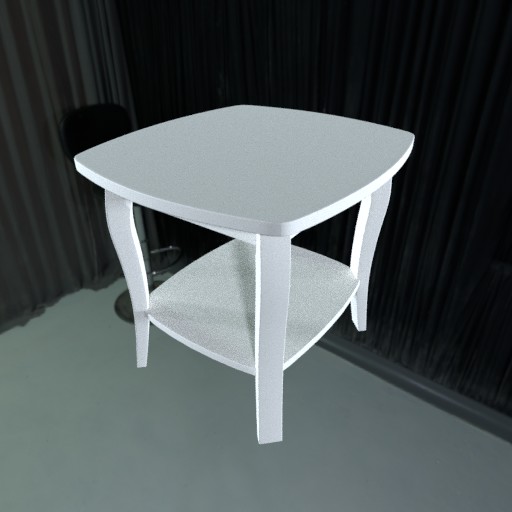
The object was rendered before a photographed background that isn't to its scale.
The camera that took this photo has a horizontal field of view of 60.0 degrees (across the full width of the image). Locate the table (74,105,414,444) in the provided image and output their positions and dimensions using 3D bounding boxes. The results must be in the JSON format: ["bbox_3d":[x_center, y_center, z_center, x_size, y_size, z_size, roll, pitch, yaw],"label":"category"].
[{"bbox_3d":[0.000,0.000,0.854,0.451,0.438,0.502,20,37,30],"label":"table"}]
